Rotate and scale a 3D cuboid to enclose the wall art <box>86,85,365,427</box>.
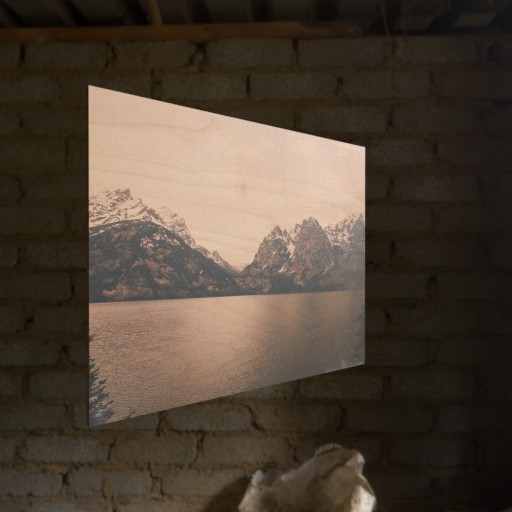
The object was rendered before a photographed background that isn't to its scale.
[{"bbox_3d":[0.000,0.000,0.686,0.508,0.408,0.010,0,0,-37],"label":"wall art"}]
